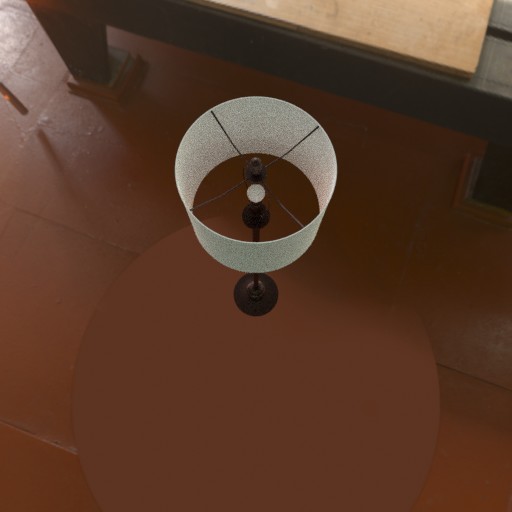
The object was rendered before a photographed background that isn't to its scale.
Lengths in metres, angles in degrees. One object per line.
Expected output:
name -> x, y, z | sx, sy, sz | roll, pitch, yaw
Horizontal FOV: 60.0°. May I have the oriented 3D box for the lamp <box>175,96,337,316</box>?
lamp -> 0.000, 0.000, 1.666 | 0.356, 1.487, 0.356 | -35, 77, -9
